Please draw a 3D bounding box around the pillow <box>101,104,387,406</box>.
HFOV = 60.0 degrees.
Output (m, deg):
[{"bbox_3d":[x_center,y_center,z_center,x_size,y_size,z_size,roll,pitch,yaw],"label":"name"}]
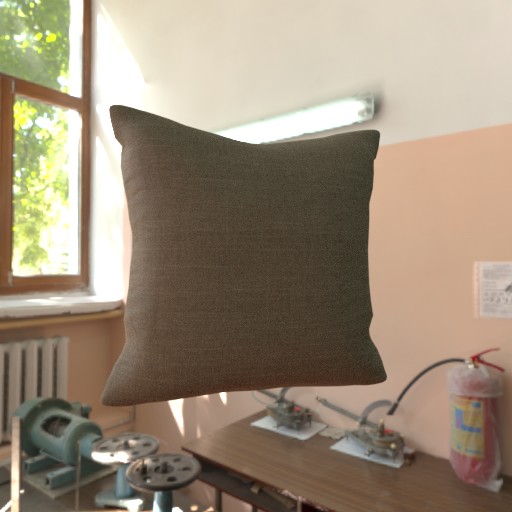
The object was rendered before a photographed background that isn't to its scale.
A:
[{"bbox_3d":[0.000,0.000,0.645,0.424,0.400,0.169,0,-1,-17],"label":"pillow"}]
